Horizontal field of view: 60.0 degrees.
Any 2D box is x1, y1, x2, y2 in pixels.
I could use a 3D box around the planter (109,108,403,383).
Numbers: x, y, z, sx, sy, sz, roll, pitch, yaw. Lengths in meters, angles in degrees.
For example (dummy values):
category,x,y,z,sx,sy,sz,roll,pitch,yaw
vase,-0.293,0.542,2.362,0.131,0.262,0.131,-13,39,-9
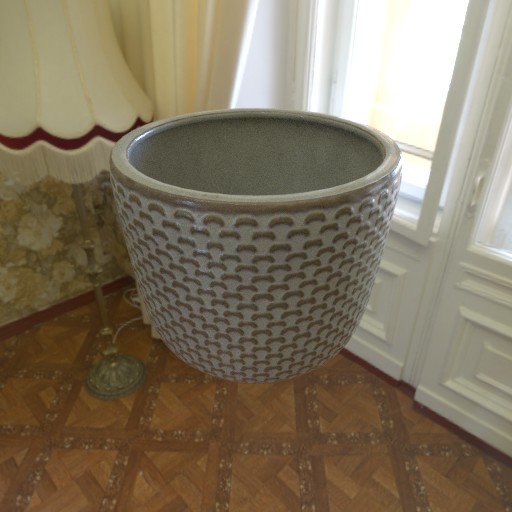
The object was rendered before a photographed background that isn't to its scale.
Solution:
category,x,y,z,sx,sy,sz,roll,pitch,yaw
planter,0.000,0.000,0.248,0.139,0.130,0.139,0,32,0
